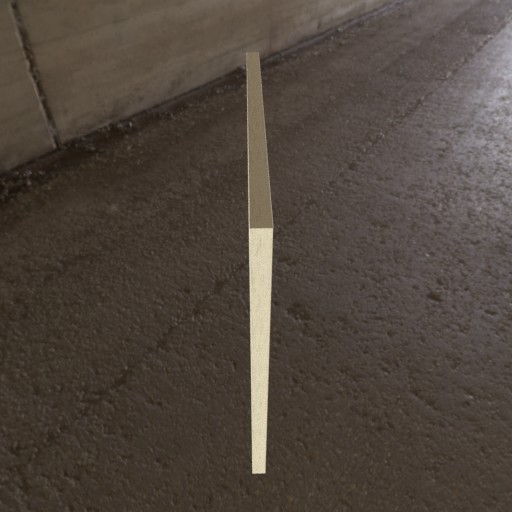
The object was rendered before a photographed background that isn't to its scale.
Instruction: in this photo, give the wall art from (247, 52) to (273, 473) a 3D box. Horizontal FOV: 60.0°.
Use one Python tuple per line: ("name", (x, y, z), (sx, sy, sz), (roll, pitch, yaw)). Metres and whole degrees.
("wall art", (0.000, 0.000, 1.510), (0.045, 1.016, 1.016), (-1, 41, -1))
